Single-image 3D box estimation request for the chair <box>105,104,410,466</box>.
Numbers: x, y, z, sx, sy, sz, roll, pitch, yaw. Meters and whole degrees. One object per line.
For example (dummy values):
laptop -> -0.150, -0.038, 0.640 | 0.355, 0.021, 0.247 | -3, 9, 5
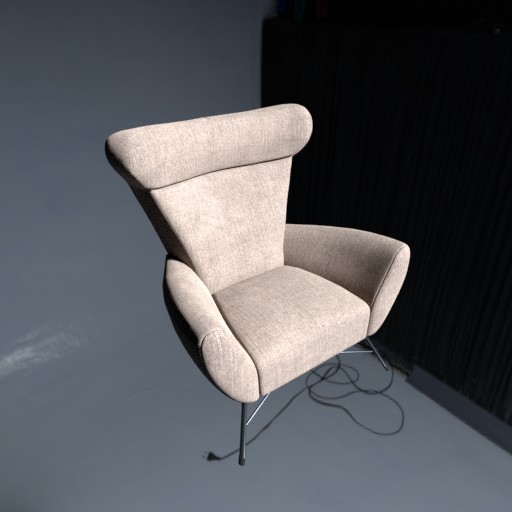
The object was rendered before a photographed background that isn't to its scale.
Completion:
chair -> 0.000, 0.000, 1.828 | 0.980, 1.040, 0.900 | -20, 35, -31
